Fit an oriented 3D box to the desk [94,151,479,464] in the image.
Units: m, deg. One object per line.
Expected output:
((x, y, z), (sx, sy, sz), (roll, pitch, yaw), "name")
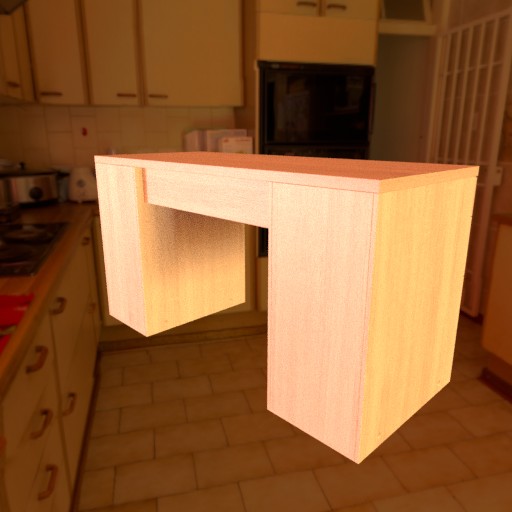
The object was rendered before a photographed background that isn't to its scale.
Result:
((0.000, 0.000, 1.740), (0.600, 0.740, 1.390), (-15, 22, -42), "desk")
